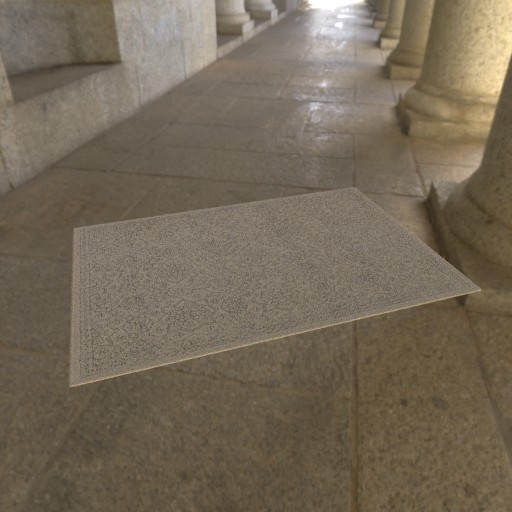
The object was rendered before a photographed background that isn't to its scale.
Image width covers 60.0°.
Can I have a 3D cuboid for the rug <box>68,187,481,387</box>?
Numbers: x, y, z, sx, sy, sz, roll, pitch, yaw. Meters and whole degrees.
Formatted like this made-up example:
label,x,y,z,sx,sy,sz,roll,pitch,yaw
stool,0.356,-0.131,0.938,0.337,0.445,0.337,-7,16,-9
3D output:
label,x,y,z,sx,sy,sz,roll,pitch,yaw
rug,0.000,0.000,2.904,2.286,0.011,1.524,-10,34,-15
